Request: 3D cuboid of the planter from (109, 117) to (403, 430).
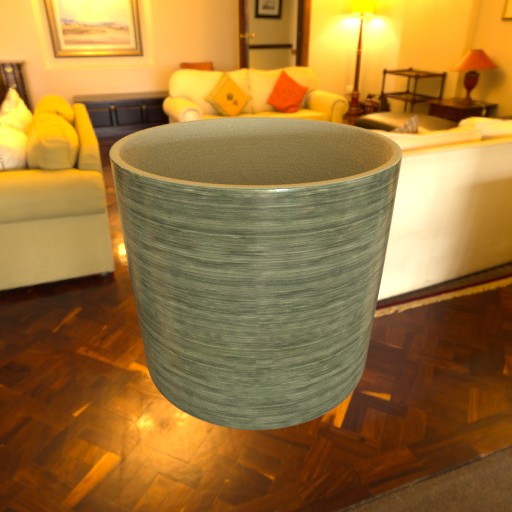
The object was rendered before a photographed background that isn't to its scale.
[{"bbox_3d":[0.000,0.000,0.395,0.221,0.201,0.221,0,27,0],"label":"planter"}]
